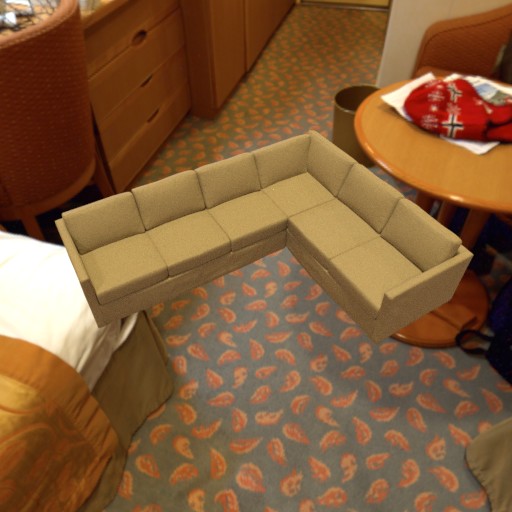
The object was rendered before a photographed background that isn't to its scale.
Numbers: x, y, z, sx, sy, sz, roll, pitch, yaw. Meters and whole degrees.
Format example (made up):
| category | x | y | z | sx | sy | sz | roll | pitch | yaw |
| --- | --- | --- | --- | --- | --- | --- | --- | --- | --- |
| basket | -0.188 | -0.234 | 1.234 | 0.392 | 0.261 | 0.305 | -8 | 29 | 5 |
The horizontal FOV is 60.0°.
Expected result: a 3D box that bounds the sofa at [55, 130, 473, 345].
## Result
| category | x | y | z | sx | sy | sz | roll | pitch | yaw |
| --- | --- | --- | --- | --- | --- | --- | --- | --- | --- |
| sofa | 0.000 | 0.000 | 4.356 | 3.182 | 0.871 | 2.432 | -23 | 50 | -21 |
